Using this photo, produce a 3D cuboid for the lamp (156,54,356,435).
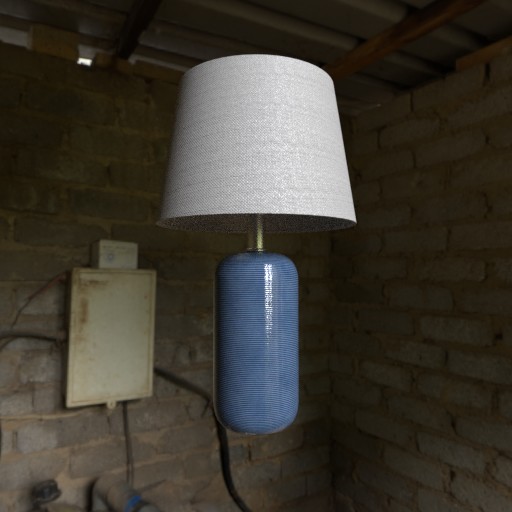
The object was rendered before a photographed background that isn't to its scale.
[{"bbox_3d":[0.000,0.000,0.570,0.253,0.428,0.253,0,-2,0],"label":"lamp"}]
